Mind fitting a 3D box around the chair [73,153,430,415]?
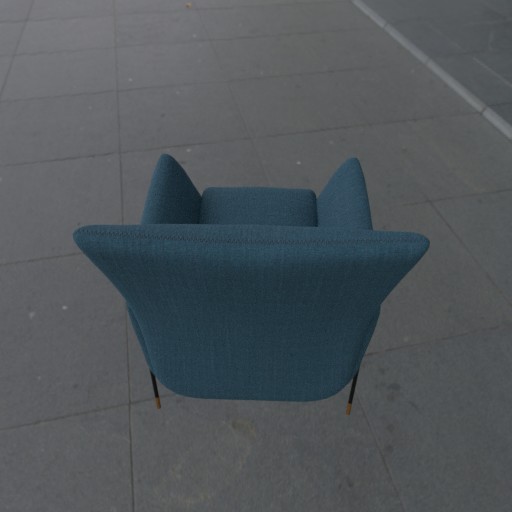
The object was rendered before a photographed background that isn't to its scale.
[{"bbox_3d":[0.000,0.000,1.372,0.678,0.859,0.769,1,47,1],"label":"chair"}]
